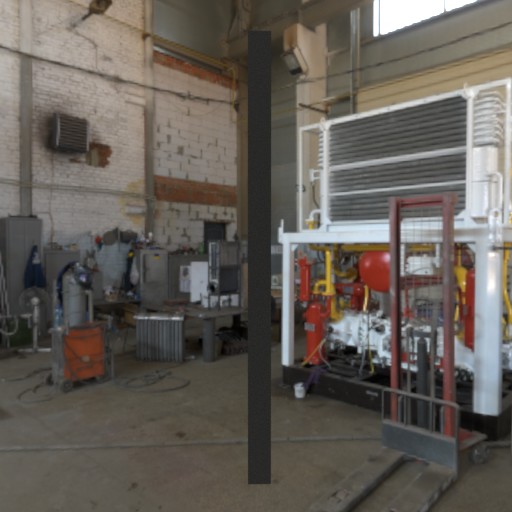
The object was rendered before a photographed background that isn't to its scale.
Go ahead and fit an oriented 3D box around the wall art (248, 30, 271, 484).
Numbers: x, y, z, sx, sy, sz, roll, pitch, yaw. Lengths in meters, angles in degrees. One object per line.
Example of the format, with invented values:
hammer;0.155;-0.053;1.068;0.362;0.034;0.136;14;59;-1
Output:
wall art;0.000;0.000;0.774;0.029;0.559;0.457;0;1;-1
